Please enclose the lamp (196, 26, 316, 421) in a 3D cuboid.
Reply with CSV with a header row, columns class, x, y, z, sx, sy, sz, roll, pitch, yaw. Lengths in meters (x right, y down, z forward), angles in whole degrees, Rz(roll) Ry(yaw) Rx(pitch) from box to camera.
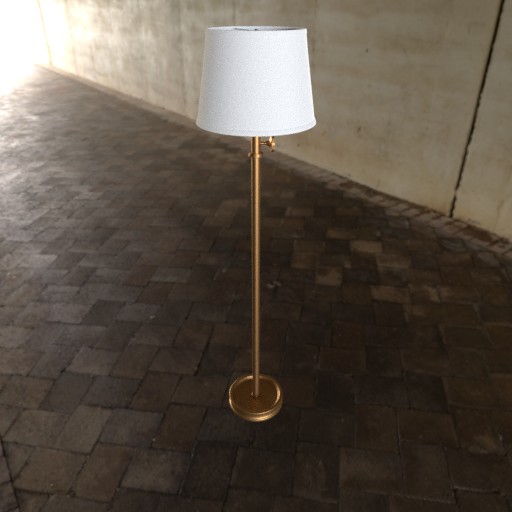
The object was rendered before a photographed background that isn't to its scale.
class,x,y,z,sx,sy,sz,roll,pitch,yaw
lamp,0.000,0.000,0.777,0.178,0.710,0.178,0,29,0
